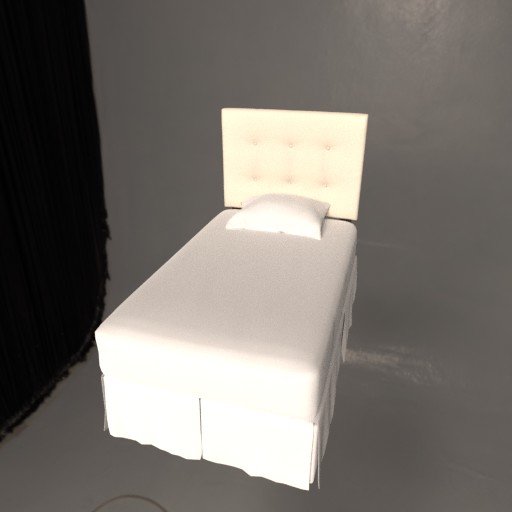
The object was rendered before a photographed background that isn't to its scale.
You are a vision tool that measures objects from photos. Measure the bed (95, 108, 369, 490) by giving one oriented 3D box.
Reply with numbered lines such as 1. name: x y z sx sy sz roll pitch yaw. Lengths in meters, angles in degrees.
1. bed: 0.000 0.000 2.891 1.261 1.571 1.997 8 27 15
